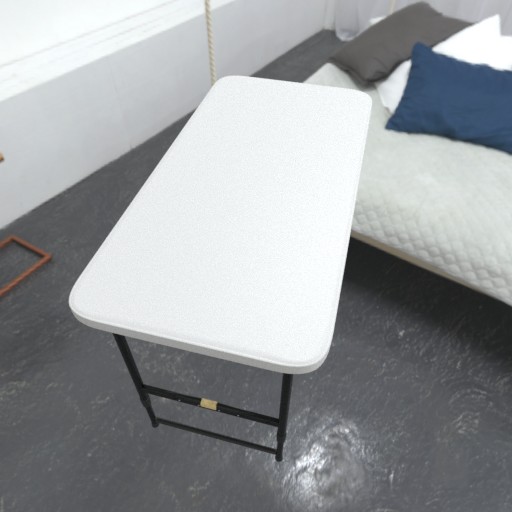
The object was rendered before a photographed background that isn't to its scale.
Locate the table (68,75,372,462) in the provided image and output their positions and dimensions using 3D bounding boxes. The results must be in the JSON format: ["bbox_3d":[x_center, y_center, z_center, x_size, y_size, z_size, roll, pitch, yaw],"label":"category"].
[{"bbox_3d":[0.000,0.000,1.605,0.610,0.737,1.219,11,48,10],"label":"table"}]
